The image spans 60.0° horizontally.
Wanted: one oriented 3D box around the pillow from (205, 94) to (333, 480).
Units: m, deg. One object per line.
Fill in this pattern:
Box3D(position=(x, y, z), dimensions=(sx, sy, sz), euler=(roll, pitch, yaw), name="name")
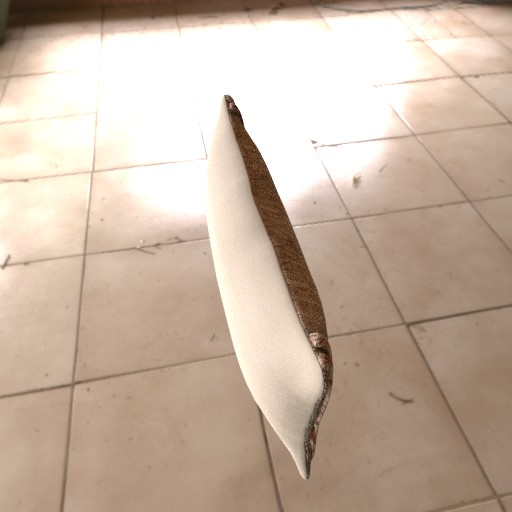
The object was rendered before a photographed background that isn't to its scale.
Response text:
Box3D(position=(0.000, 0.000, 0.739), dimensions=(0.139, 0.282, 0.635), euler=(-9, 47, -8), name="pillow")
